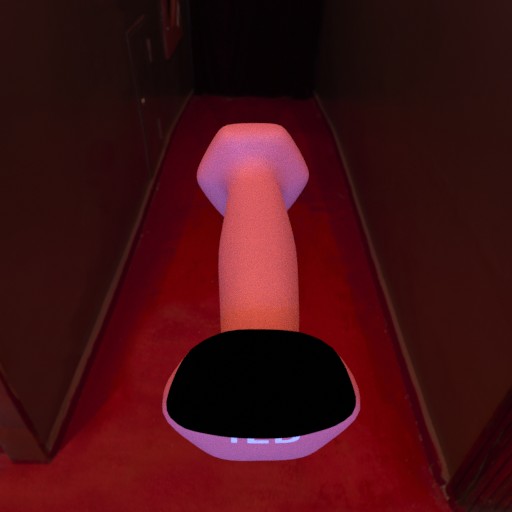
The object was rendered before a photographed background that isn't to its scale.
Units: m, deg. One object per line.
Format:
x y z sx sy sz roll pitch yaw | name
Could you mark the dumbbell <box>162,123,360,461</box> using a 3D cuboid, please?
0.000 0.000 0.146 0.047 0.043 0.123 -1 40 -1 | dumbbell
